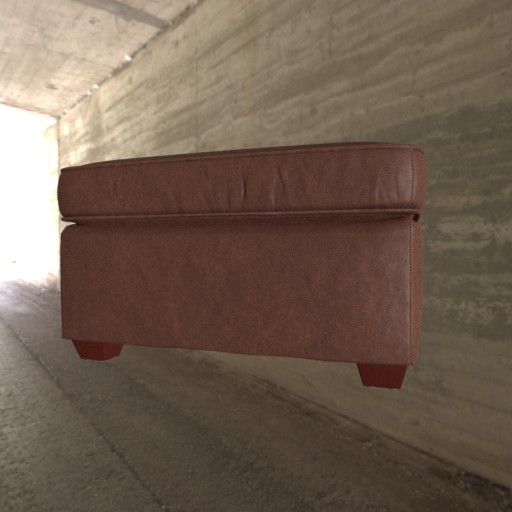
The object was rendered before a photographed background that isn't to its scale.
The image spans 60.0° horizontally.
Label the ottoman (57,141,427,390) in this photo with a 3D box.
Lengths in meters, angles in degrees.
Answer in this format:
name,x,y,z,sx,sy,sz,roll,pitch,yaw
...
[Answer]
name,x,y,z,sx,sy,sz,roll,pitch,yaw
ottoman,0.000,0.000,1.064,0.749,0.449,0.548,0,1,18
